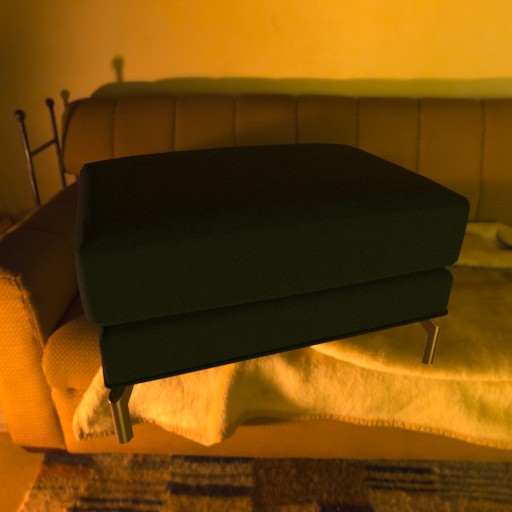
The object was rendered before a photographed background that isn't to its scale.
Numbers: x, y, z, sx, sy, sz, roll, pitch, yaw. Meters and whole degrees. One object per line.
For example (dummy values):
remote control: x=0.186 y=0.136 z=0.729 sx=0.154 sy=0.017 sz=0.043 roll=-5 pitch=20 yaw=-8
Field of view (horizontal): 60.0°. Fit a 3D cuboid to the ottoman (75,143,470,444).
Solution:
ottoman: x=0.000 y=0.000 z=1.180 sx=0.835 sy=0.498 sz=0.587 roll=-9 pitch=28 yaw=-17
